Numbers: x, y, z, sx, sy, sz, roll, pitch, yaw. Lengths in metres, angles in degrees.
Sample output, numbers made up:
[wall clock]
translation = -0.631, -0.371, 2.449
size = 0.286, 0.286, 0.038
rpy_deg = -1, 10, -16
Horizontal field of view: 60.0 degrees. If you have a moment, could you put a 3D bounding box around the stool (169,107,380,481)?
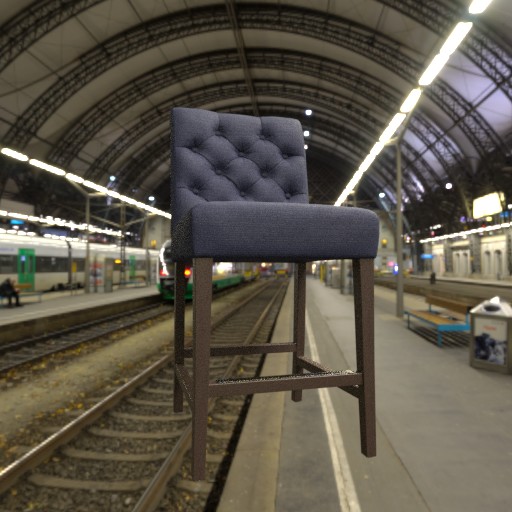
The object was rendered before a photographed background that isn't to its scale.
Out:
[stool]
translation = 0.000, 0.000, 1.318
size = 0.493, 1.010, 0.601
rpy_deg = 0, -1, -16
